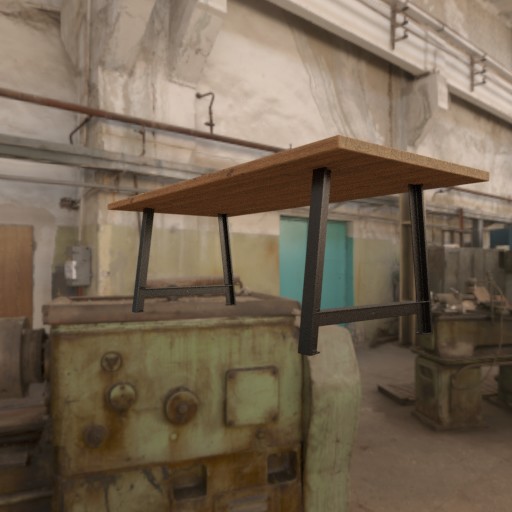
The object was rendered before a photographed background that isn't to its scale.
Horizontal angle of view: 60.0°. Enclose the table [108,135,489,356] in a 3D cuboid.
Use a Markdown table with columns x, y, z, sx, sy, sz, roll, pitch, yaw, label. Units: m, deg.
| x | y | z | sx | sy | sz | roll | pitch | yaw | label |
| --- | --- | --- | --- | --- | --- | --- | --- | --- | --- |
| 0.000 | 0.000 | 2.586 | 1.000 | 0.757 | 2.200 | 0 | -1 | -37 | table |
